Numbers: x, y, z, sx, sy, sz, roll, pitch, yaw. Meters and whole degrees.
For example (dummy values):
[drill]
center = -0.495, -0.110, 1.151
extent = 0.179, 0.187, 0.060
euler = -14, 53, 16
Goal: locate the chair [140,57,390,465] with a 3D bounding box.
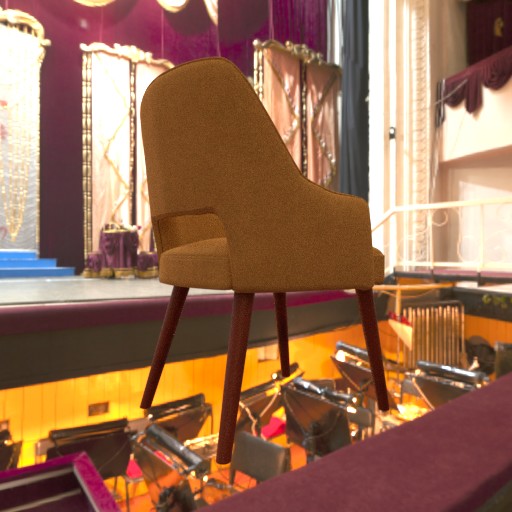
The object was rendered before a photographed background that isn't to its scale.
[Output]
[chair]
center = 0.000, 0.000, 1.221
extent = 0.605, 0.849, 0.548
euler = 0, 0, -37
